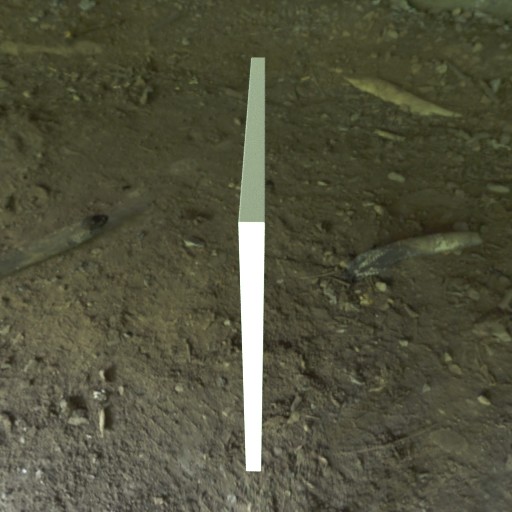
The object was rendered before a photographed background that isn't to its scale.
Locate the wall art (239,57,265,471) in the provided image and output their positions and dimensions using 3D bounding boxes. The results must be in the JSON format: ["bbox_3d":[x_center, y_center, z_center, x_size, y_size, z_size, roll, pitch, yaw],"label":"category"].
[{"bbox_3d":[0.000,0.000,1.150,0.036,0.760,0.760,1,40,1],"label":"wall art"}]
